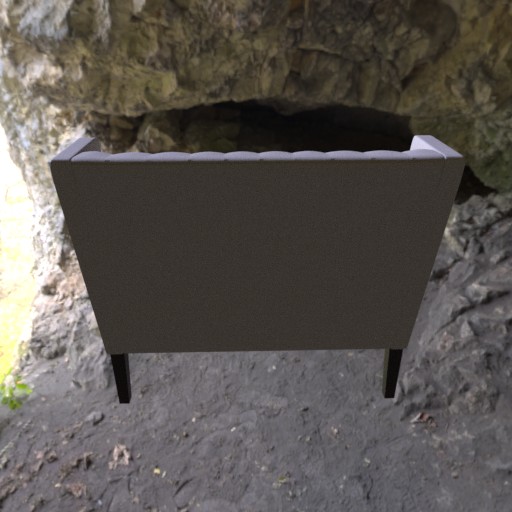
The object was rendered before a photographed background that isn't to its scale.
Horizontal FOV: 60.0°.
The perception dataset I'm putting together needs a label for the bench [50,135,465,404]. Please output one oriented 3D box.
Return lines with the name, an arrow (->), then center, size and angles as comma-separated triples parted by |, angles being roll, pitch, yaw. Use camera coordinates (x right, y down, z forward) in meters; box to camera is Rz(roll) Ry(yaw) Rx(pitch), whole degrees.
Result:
bench -> 0.000, 0.000, 1.959 | 1.280, 1.123, 0.847 | -1, 29, -1
